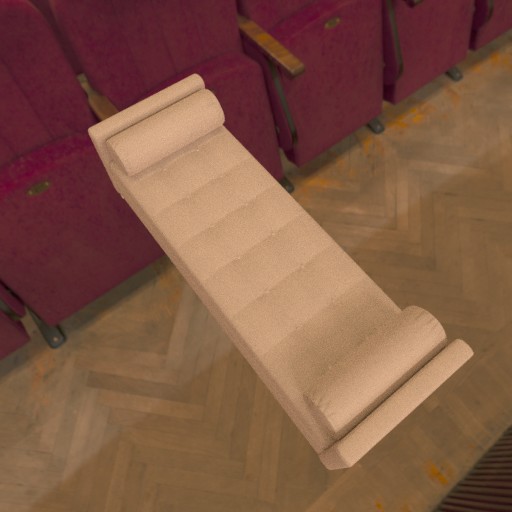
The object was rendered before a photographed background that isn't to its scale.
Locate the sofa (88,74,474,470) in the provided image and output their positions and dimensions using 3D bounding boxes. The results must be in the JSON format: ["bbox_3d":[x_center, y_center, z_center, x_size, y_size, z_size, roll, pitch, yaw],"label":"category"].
[{"bbox_3d":[0.000,0.000,2.278,0.686,0.635,1.981,-34,68,-16],"label":"sofa"}]
